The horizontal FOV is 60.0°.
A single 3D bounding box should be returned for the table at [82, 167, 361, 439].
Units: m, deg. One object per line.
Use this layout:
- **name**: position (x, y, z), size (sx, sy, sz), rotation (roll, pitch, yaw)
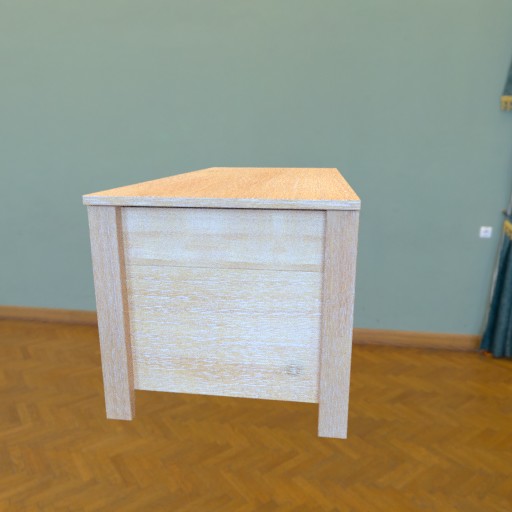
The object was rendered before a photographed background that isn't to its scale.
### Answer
- **table**: position (0.000, 0.000, 1.295), size (0.483, 0.457, 1.016), rotation (2, 14, 8)
